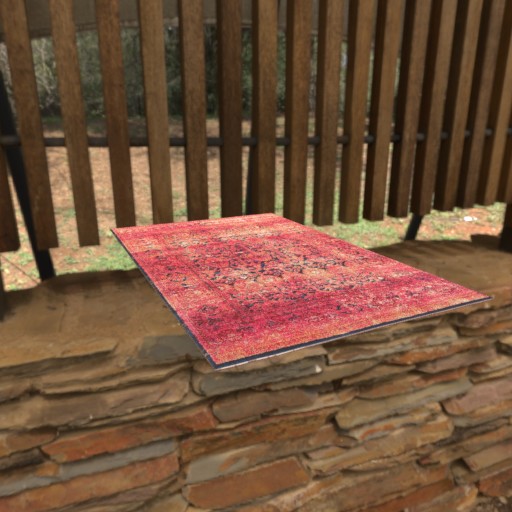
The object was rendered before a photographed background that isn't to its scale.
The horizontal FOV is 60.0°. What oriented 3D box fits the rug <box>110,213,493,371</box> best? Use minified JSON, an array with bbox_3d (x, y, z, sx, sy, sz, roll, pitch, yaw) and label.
[{"bbox_3d":[0.000,0.000,3.009,1.539,0.018,2.449,-8,19,-25],"label":"rug"}]
